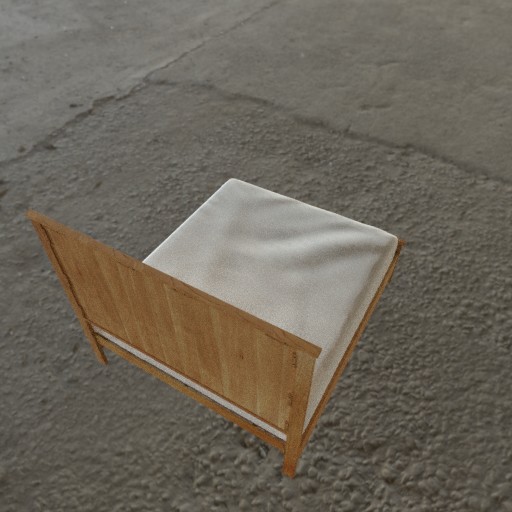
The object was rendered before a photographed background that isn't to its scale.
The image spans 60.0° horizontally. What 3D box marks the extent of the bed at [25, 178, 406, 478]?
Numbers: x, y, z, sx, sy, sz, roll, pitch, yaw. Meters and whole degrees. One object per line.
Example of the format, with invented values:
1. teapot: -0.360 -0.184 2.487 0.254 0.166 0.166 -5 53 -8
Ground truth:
1. bed: 0.000 0.000 3.589 1.936 1.686 2.201 23 50 21
